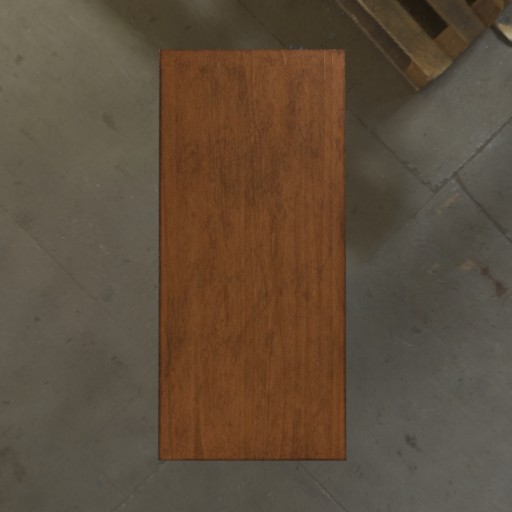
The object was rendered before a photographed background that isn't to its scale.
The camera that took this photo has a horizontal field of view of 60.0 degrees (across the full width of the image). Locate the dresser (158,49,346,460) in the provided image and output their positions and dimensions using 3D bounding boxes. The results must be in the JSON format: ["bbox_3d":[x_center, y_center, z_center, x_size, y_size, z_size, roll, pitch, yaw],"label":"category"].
[{"bbox_3d":[0.000,0.000,1.949,0.591,1.224,1.250,0,89,0],"label":"dresser"}]
